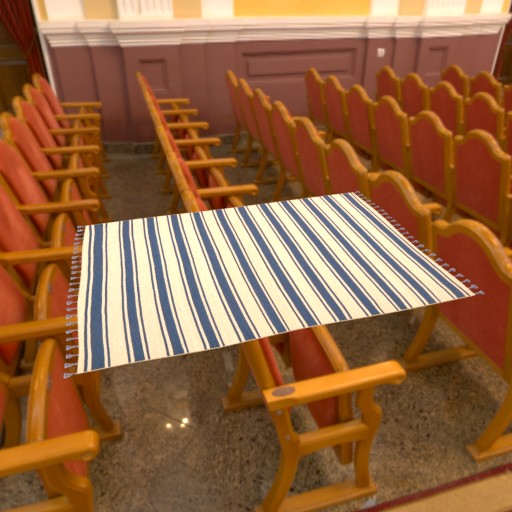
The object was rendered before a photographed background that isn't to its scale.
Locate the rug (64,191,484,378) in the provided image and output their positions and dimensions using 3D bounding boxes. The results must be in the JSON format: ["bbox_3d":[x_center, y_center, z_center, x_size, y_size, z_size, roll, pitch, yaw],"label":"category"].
[{"bbox_3d":[0.000,0.000,2.906,2.315,0.010,1.544,-9,33,-14],"label":"rug"}]
